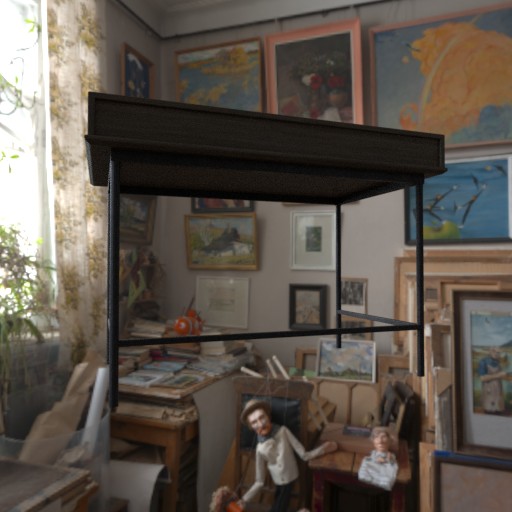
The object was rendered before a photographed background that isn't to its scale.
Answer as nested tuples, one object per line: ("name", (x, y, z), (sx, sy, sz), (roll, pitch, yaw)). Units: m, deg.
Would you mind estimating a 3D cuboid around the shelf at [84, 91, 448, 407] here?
("shelf", (0.000, 0.000, 1.700), (1.212, 0.865, 0.685), (0, -1, -19))
